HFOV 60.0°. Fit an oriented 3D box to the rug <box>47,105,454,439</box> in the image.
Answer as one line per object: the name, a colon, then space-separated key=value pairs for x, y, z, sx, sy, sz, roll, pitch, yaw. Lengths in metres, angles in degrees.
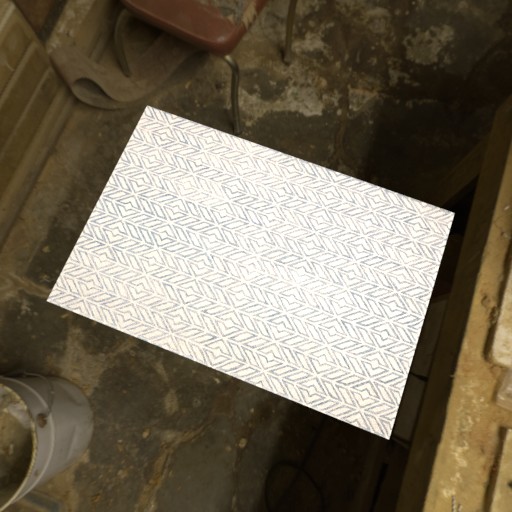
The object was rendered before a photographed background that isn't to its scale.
rug: x=0.000 y=0.000 z=2.330 sx=1.824 sy=0.008 sz=1.220 roll=21 pitch=76 yaw=5
